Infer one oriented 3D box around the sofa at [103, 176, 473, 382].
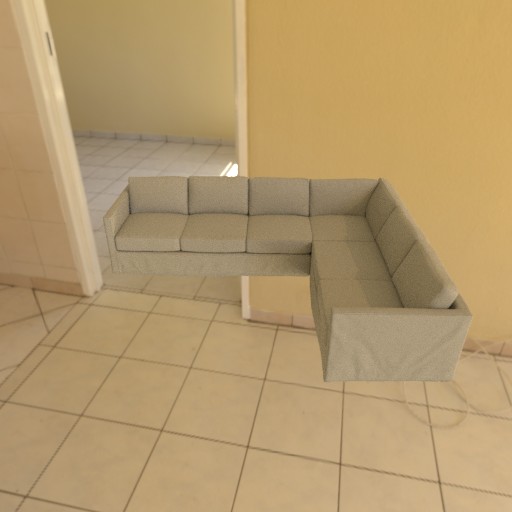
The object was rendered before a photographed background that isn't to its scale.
[{"bbox_3d":[0.000,0.000,4.352,3.182,0.871,2.432,1,31,2],"label":"sofa"}]
